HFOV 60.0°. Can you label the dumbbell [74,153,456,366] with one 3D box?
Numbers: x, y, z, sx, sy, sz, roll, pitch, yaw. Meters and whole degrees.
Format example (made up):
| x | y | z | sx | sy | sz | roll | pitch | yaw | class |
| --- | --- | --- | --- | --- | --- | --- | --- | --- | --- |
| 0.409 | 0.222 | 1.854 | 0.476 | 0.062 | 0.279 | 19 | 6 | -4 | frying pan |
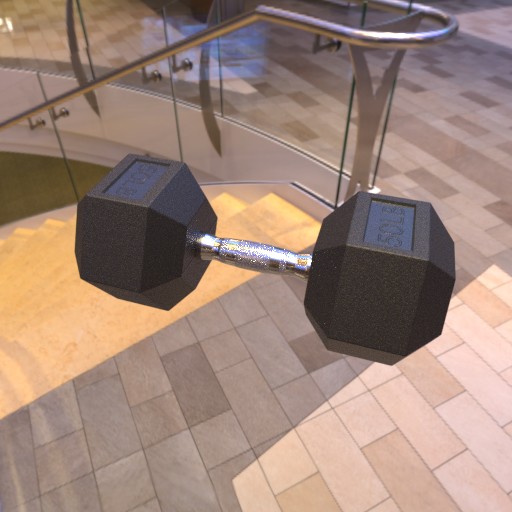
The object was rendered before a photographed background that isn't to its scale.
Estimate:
| x | y | z | sx | sy | sz | roll | pitch | yaw | class |
| --- | --- | --- | --- | --- | --- | --- | --- | --- | --- |
| 0.000 | 0.000 | 0.480 | 0.384 | 0.150 | 0.173 | 12 | 43 | 13 | dumbbell |
